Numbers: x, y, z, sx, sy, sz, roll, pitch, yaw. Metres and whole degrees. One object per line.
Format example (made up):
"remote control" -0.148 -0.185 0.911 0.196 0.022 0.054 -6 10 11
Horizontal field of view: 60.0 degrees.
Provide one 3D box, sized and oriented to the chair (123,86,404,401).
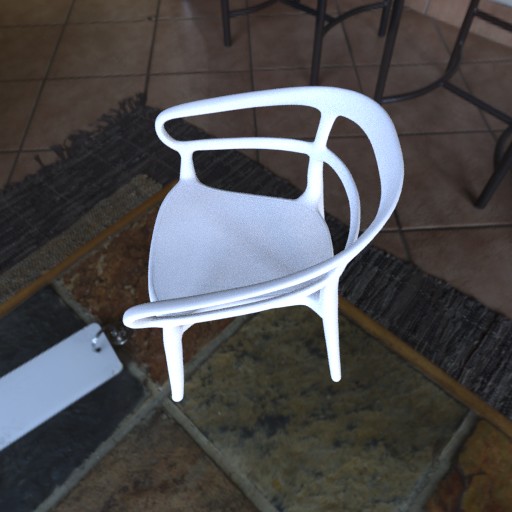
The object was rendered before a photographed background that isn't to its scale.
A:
"chair" 0.000 0.000 1.129 0.527 0.761 0.559 -1 57 0
